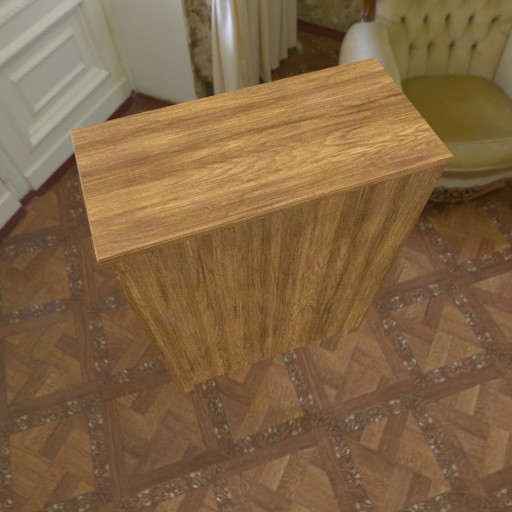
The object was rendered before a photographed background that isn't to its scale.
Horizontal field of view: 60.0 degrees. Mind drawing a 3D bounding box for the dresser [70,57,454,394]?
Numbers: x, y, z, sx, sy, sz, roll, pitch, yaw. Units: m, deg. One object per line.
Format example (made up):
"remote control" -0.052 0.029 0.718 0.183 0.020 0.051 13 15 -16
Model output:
"dresser" 0.000 0.000 1.992 1.081 1.431 0.558 -17 61 -10
